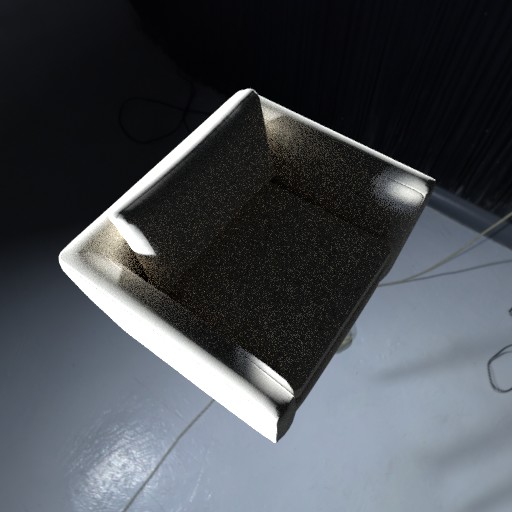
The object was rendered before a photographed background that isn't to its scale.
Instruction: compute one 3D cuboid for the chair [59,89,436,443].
[{"bbox_3d":[0.000,0.000,1.724,0.889,0.865,1.041,31,64,17],"label":"chair"}]
